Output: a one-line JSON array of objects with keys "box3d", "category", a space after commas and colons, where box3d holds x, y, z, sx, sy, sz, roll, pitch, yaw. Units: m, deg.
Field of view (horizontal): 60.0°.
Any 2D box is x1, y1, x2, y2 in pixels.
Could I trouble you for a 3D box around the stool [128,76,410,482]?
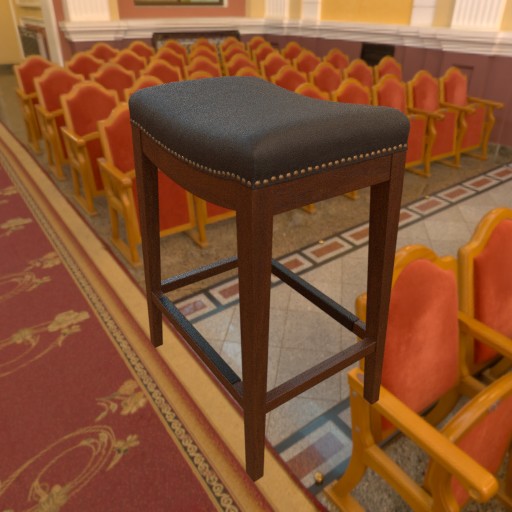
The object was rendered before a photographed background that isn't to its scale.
[{"box3d": [0.000, 0.000, 0.948, 0.353, 0.664, 0.490, -19, 36, -30], "category": "stool"}]
